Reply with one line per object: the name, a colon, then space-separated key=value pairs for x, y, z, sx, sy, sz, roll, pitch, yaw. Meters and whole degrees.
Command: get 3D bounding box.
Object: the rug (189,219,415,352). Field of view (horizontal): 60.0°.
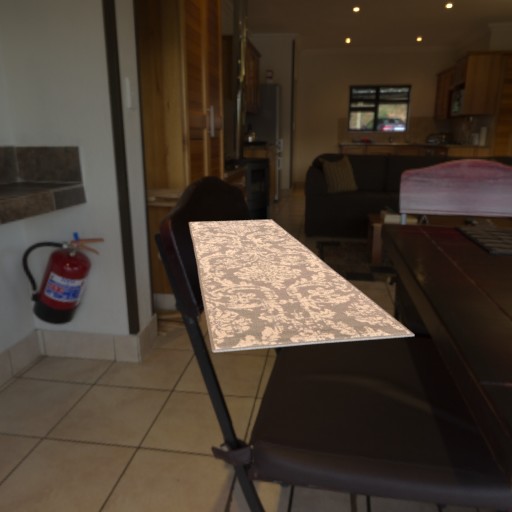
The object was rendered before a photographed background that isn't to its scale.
rug: x=0.000 y=0.000 z=2.435 sx=0.662 sy=0.011 sz=2.196 roll=-3 pitch=15 yaw=-10
